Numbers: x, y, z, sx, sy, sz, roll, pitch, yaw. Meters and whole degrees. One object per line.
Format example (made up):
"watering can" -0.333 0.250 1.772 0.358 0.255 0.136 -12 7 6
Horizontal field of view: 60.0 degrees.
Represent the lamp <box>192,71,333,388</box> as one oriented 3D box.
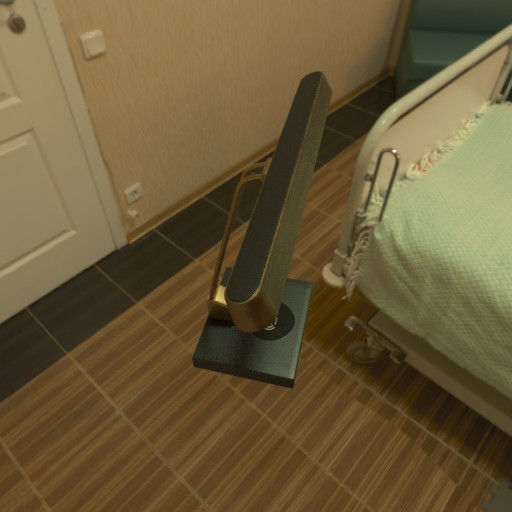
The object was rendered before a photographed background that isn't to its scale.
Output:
"lamp" 0.000 0.000 0.599 0.156 0.345 0.412 10 48 9
